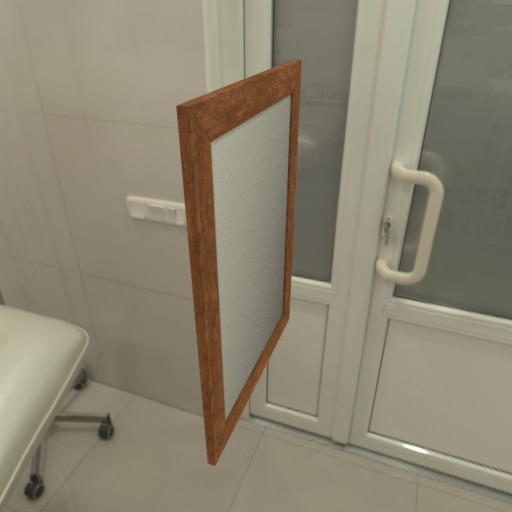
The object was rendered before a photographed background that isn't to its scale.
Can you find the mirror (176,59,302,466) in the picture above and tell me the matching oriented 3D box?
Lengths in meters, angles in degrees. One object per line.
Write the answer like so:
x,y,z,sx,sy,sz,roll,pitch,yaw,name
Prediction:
0.000,0.000,1.446,0.028,1.099,0.796,11,32,18,mirror
